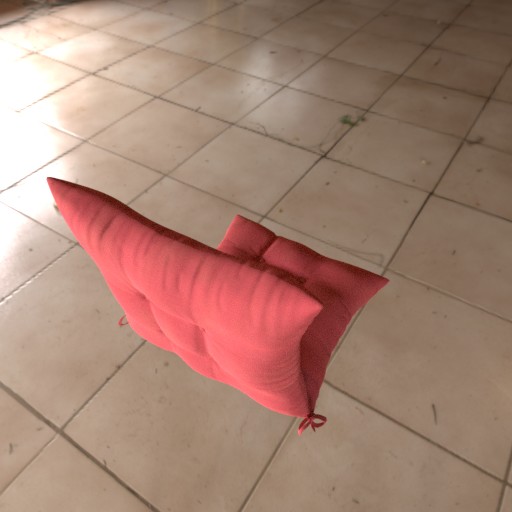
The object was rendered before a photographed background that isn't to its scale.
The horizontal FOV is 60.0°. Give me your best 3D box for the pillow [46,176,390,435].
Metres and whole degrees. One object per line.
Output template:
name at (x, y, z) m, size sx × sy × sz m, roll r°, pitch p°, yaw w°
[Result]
pillow at (0.000, 0.000, 0.972) m, size 0.541 × 0.536 × 0.585 m, roll 24°, pitch 51°, yaw 21°
